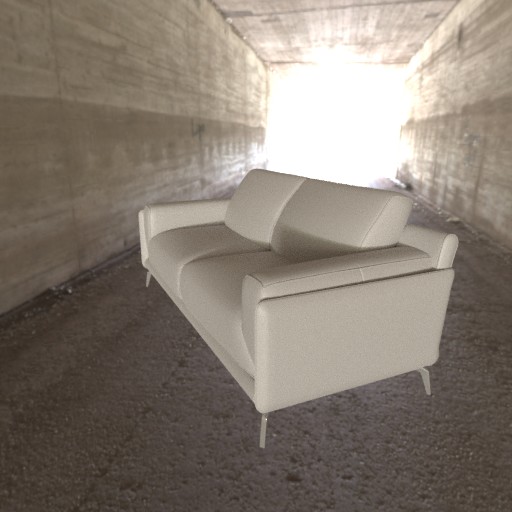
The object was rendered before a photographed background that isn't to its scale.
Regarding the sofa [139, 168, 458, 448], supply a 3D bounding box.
[{"bbox_3d":[0.000,0.000,2.625,1.049,0.930,2.101,-7,17,-24],"label":"sofa"}]
